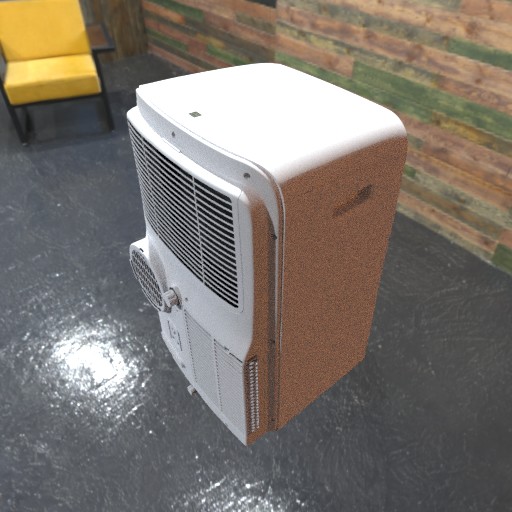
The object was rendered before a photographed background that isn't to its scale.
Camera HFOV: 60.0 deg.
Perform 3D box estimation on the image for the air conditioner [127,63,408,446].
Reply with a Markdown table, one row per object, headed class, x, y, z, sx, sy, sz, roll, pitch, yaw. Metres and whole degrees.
| class | x | y | z | sx | sy | sz | roll | pitch | yaw |
| --- | --- | --- | --- | --- | --- | --- | --- | --- | --- |
| air conditioner | 0.000 | 0.000 | 1.045 | 0.467 | 0.765 | 0.478 | -27 | 48 | -27 |
